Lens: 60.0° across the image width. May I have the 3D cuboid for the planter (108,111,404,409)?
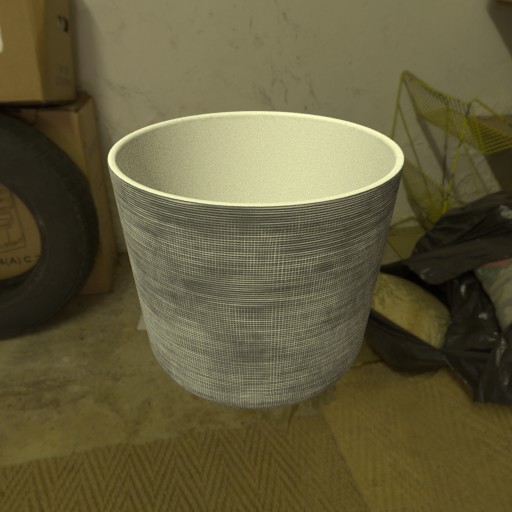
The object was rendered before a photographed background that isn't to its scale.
[{"bbox_3d":[0.000,0.000,0.785,0.440,0.398,0.440,0,31,0],"label":"planter"}]
